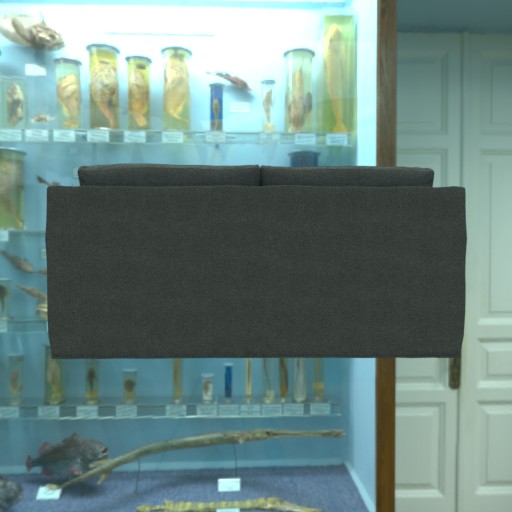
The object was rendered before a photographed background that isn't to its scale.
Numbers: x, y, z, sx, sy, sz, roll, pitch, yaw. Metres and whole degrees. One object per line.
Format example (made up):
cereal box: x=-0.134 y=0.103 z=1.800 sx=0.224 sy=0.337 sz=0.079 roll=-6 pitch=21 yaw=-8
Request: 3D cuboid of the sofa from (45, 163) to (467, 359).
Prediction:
sofa: x=0.000 y=0.000 z=2.333 sx=1.802 sy=0.854 sz=0.974 roll=0 pitch=1 yaw=-1
